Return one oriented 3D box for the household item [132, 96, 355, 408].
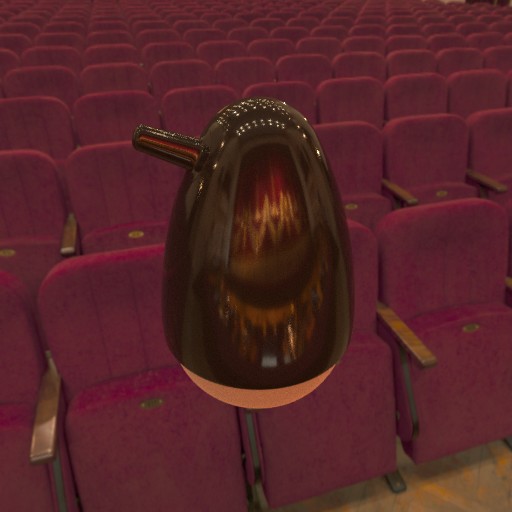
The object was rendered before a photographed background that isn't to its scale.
[{"bbox_3d":[0.000,0.000,0.222,0.104,0.152,0.102,-8,31,-14],"label":"household item"}]
